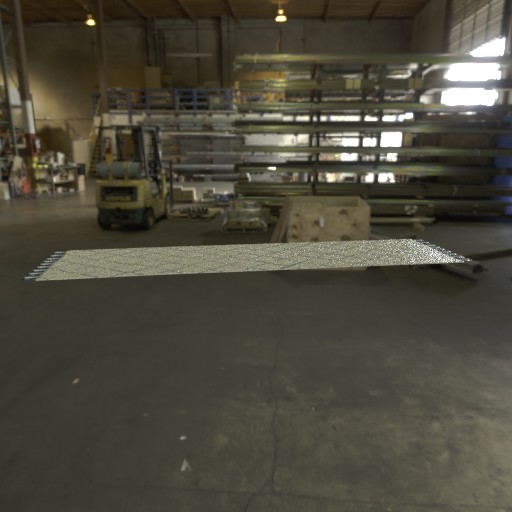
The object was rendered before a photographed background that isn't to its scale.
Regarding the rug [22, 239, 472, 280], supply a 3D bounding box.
[{"bbox_3d":[0.000,0.000,2.580,2.372,0.008,0.620,-2,14,-9],"label":"rug"}]
